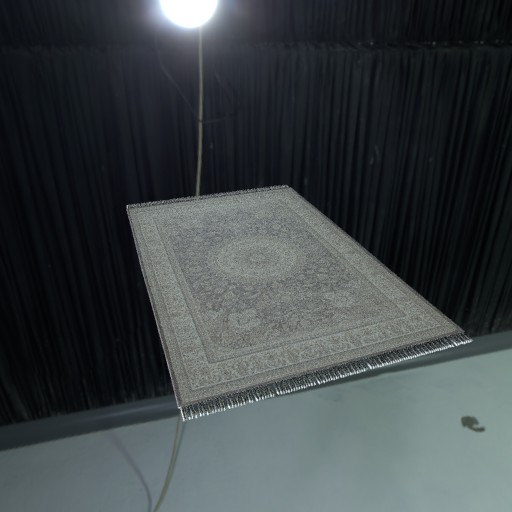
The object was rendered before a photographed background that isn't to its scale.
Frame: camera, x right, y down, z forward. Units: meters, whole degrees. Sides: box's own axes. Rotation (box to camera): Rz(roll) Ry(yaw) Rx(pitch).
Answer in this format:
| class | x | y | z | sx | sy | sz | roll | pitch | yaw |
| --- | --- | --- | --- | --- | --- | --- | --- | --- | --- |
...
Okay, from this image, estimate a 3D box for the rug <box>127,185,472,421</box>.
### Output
| class | x | y | z | sx | sy | sz | roll | pitch | yaw |
| --- | --- | --- | --- | --- | --- | --- | --- | --- | --- |
| rug | 0.000 | 0.000 | 3.059 | 1.528 | 0.010 | 2.440 | -10 | 31 | -17 |
